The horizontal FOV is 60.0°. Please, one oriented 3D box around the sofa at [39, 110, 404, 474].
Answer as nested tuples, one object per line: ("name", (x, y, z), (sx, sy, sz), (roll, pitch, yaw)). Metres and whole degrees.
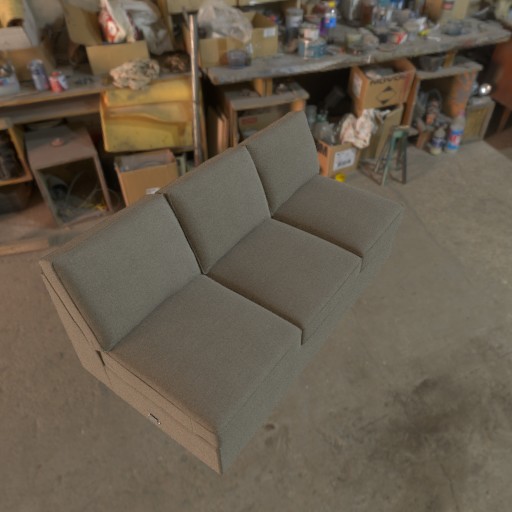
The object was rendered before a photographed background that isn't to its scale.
("sofa", (0.000, 0.000, 2.728), (1.127, 1.036, 2.092), (26, 48, 26))
